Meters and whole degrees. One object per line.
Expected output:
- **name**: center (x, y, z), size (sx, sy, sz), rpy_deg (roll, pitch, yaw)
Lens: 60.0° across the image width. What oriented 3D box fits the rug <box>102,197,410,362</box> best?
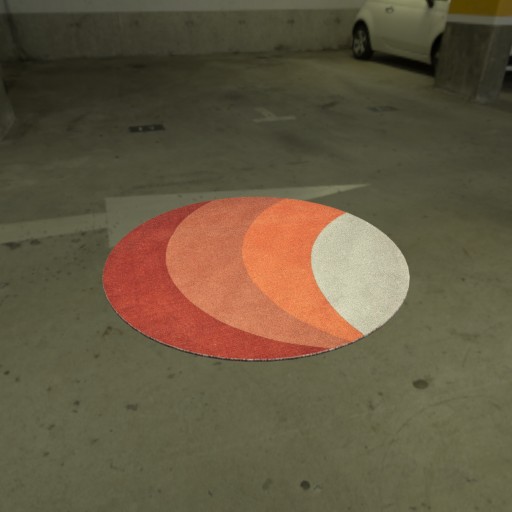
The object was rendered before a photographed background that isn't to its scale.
- **rug**: center (0.000, 0.000, 2.280), size (1.514, 0.015, 1.514), rpy_deg (0, 31, 0)
